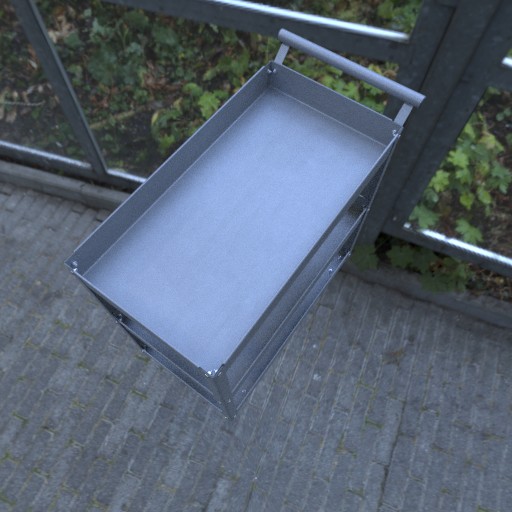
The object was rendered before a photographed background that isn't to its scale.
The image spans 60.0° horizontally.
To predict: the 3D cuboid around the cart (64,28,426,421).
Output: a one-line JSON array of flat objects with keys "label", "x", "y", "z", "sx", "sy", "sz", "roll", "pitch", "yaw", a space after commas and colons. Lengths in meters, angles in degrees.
[{"label": "cart", "x": 0.000, "y": 0.000, "z": 1.192, "sx": 0.366, "sy": 0.780, "sz": 0.719, "roll": 33, "pitch": 68, "yaw": 15}]
